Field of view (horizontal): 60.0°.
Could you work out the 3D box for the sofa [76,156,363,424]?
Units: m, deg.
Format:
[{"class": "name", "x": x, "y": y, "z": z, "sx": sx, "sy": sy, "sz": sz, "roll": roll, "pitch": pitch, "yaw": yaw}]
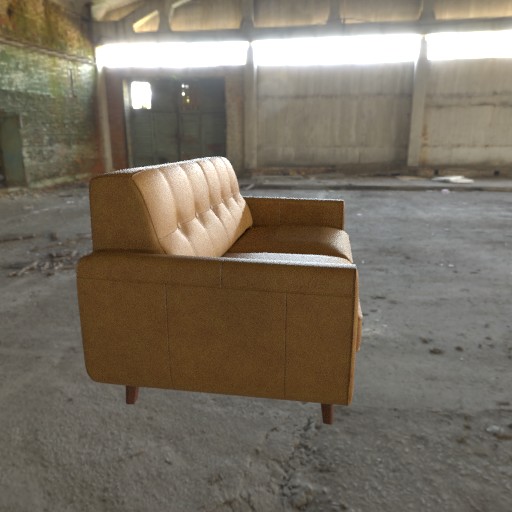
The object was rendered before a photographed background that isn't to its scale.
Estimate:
[{"class": "sofa", "x": 0.000, "y": 0.000, "z": 2.205, "sx": 0.952, "sy": 0.925, "sz": 1.651, "roll": 2, "pitch": 15, "yaw": 9}]
